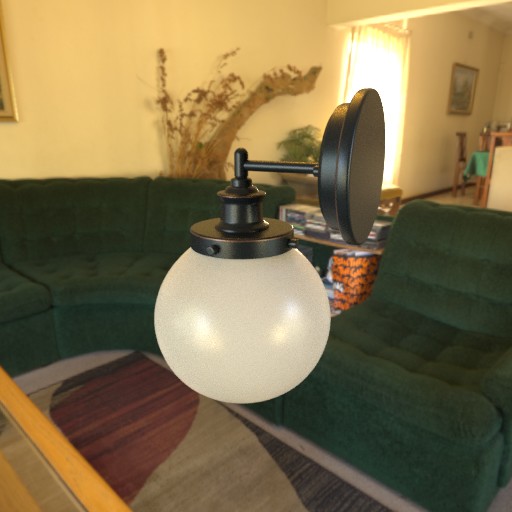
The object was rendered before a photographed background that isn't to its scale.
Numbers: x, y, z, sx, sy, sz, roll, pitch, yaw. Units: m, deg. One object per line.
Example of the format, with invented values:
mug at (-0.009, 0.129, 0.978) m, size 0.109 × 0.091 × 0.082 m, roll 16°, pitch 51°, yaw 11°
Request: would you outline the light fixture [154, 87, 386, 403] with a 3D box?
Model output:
light fixture at (0.000, 0.000, 0.478) m, size 0.230 × 0.332 × 0.197 m, roll 8°, pitch 18°, yaw 26°
